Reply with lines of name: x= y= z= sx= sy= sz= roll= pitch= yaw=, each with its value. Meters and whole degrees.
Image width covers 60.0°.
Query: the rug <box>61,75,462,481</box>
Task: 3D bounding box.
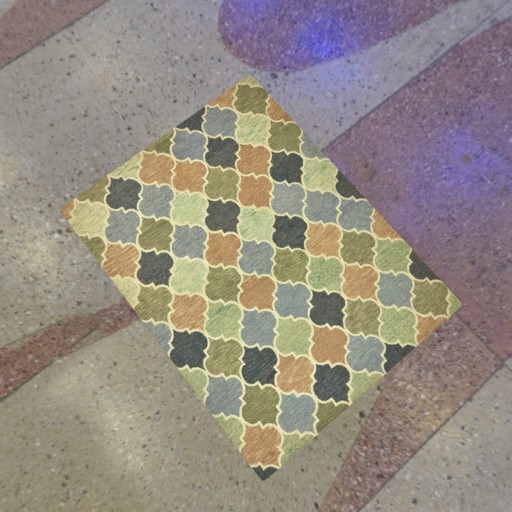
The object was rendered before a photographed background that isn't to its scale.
rug: x=0.000 y=0.000 z=4.295 sx=2.439 sy=0.013 sz=3.200 roll=-38 pitch=79 yaw=-9
